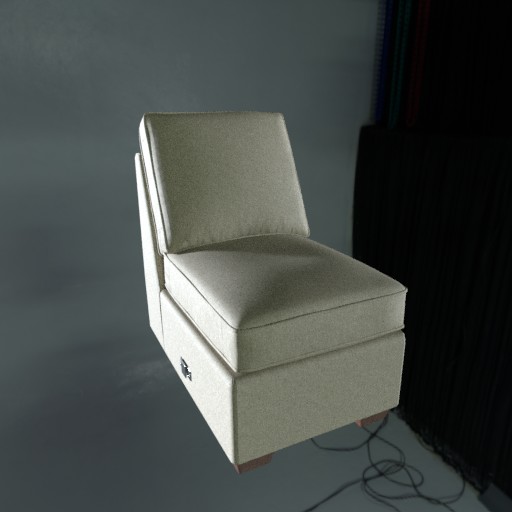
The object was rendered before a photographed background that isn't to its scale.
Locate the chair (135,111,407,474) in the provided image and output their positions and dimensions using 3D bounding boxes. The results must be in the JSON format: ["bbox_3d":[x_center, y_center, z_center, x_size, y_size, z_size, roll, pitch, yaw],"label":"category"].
[{"bbox_3d":[0.000,0.000,1.708,0.674,1.058,1.020,-9,20,-25],"label":"chair"}]
